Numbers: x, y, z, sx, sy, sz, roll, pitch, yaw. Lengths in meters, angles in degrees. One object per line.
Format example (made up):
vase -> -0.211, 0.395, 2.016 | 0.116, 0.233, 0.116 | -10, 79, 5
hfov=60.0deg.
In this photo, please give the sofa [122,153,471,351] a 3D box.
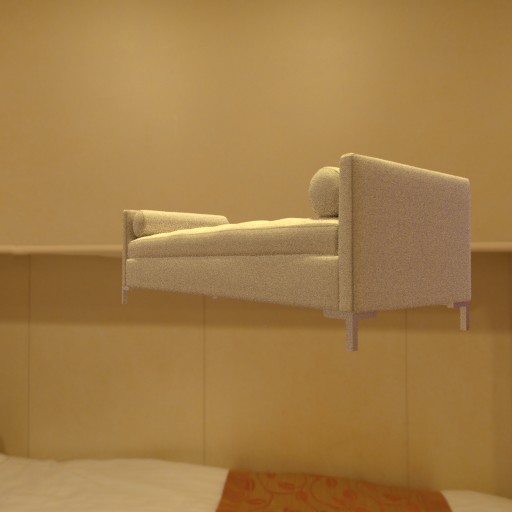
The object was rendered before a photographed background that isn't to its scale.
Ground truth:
sofa -> 0.000, 0.000, 2.506 | 0.797, 0.655, 2.102 | 1, -1, -37
